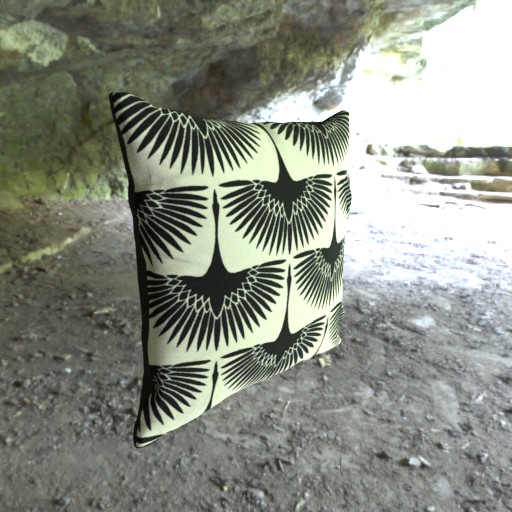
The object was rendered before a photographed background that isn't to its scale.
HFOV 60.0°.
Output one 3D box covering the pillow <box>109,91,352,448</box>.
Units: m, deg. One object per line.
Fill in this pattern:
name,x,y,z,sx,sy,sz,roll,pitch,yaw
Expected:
pillow,0.000,0.000,0.658,0.432,0.432,0.139,-14,20,-43
